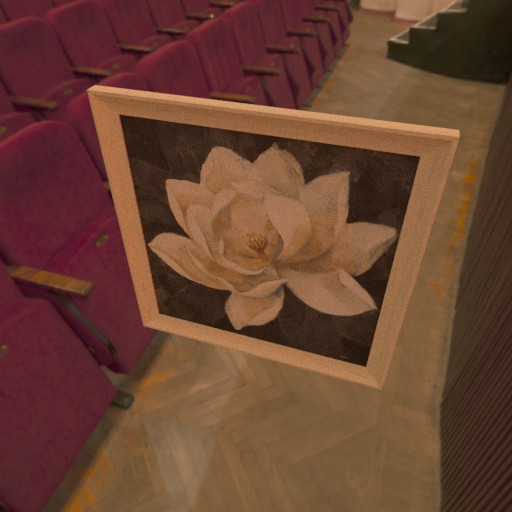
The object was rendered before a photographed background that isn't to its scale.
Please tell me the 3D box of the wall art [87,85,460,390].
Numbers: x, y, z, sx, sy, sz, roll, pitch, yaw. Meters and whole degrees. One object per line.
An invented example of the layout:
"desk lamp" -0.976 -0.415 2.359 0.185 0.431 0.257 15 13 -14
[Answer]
"wall art" 0.000 0.000 1.496 1.016 1.016 0.045 12 41 14
